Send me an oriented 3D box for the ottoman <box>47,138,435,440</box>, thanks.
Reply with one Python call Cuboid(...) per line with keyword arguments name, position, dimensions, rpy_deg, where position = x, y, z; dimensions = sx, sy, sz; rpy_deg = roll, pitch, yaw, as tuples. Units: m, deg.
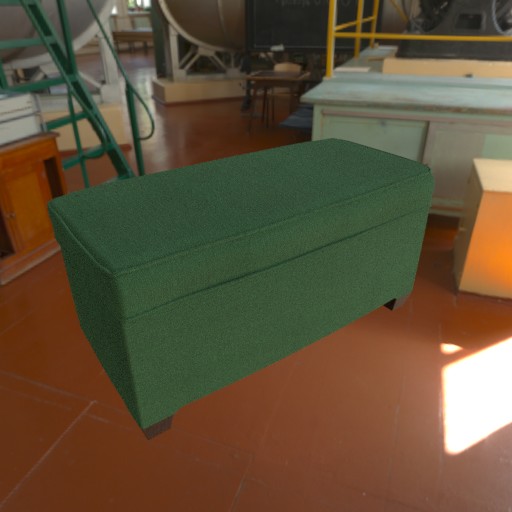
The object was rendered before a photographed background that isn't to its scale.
Cuboid(name="ottoman", position=(0.000, 0.000, 1.251), dimensions=(0.957, 0.471, 0.483), rpy_deg=(-19, 35, -30))
